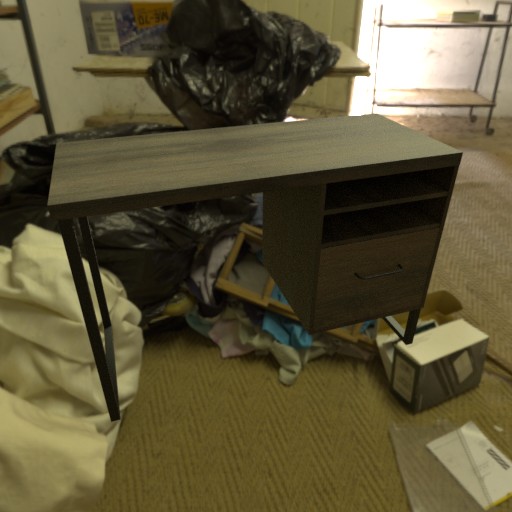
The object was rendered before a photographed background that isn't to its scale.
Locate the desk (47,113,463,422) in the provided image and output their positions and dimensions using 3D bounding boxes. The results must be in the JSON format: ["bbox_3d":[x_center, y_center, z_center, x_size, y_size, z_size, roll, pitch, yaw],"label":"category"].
[{"bbox_3d":[0.000,0.000,1.522,1.134,0.752,0.511,-10,33,-16],"label":"desk"}]
